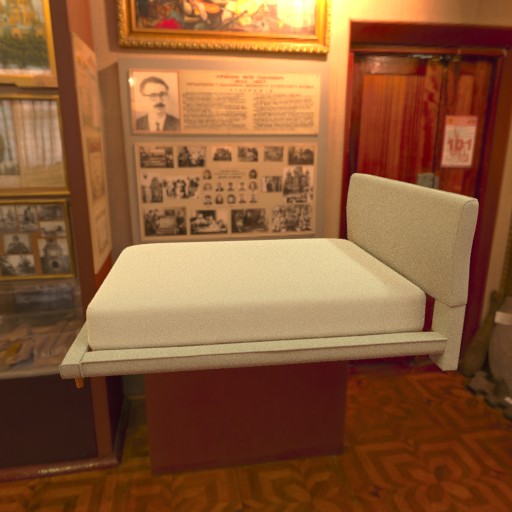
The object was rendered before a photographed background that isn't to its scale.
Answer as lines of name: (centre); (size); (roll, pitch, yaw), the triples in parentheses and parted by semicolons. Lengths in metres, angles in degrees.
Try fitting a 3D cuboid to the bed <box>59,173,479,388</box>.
bed: (0.000, 0.000, 3.305); (2.368, 1.067, 1.840); (-2, 15, -7)
